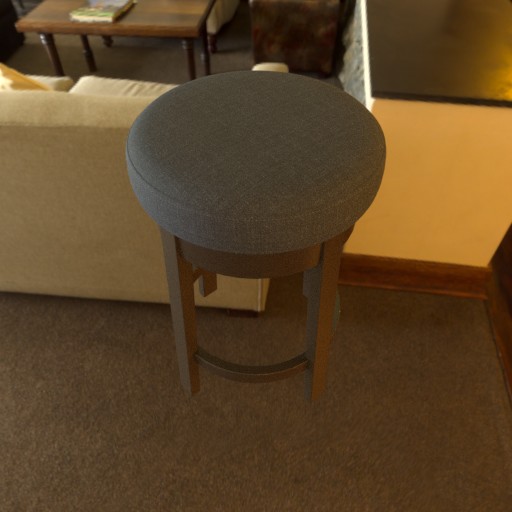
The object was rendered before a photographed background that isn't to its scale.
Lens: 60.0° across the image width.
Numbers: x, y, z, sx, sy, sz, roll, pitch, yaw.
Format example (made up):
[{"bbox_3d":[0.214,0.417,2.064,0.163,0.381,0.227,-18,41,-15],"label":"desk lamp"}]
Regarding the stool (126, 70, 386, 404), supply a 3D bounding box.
[{"bbox_3d":[0.000,0.000,0.947,0.449,0.655,0.449,0,47,0],"label":"stool"}]
